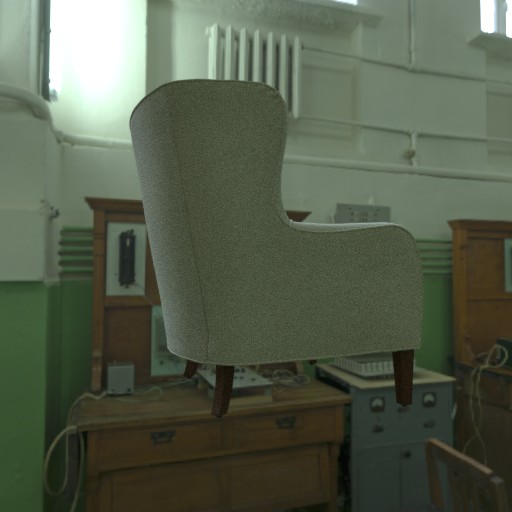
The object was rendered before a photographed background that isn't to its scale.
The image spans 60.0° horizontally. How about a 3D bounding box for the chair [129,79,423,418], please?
[{"bbox_3d":[0.000,0.000,1.740,0.966,1.040,0.838,1,-2,-18],"label":"chair"}]
